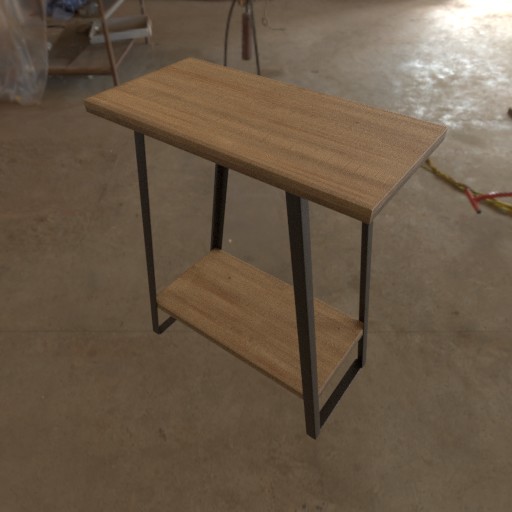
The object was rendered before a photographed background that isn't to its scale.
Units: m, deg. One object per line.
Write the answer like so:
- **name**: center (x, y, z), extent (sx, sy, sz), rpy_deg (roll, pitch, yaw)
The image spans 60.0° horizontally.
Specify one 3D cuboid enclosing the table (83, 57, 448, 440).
- **table**: center (0.000, 0.000, 1.037), extent (0.599, 0.701, 0.300), rpy_deg (26, 48, 26)
